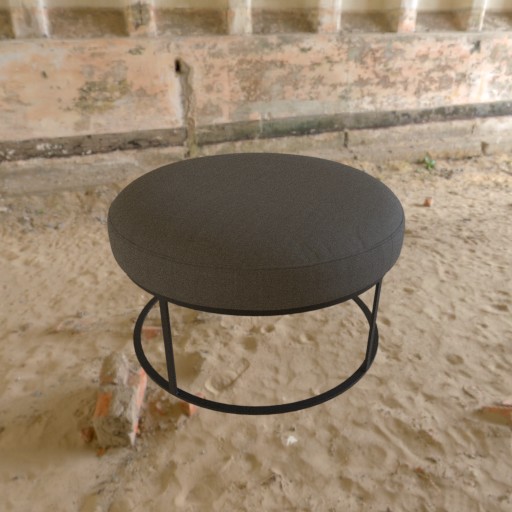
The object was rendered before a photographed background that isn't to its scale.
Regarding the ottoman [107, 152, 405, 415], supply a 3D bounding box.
[{"bbox_3d":[0.000,0.000,1.254,0.772,0.460,0.772,0,28,0],"label":"ottoman"}]
